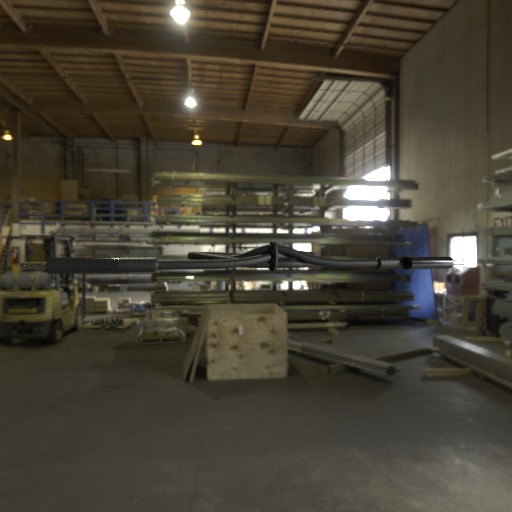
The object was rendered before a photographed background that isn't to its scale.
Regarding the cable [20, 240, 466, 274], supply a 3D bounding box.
[{"bbox_3d":[0.000,0.000,0.224,0.203,0.014,0.070,0,0,-19],"label":"cable"}]
